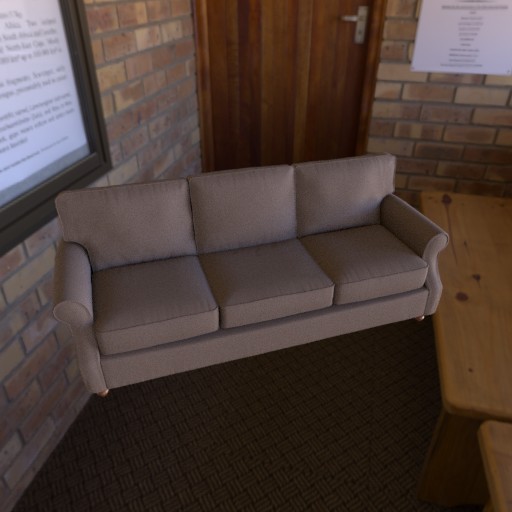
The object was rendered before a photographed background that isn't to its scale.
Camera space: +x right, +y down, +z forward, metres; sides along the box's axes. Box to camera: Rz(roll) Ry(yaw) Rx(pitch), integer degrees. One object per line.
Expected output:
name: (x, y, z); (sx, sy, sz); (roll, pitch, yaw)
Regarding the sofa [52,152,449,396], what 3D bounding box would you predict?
sofa: (0.000, 0.000, 2.809); (2.353, 0.948, 0.966); (-10, 33, -15)
